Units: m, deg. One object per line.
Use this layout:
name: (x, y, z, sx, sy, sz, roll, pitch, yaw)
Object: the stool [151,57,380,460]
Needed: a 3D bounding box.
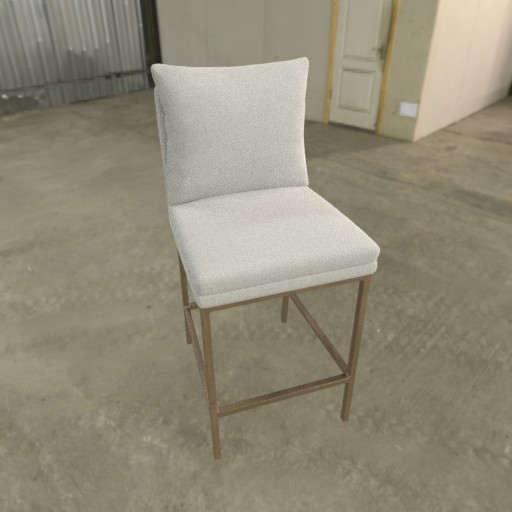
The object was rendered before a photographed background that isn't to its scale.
stool: (0.000, 0.000, 1.323, 0.463, 1.032, 0.572, -10, 33, -15)
